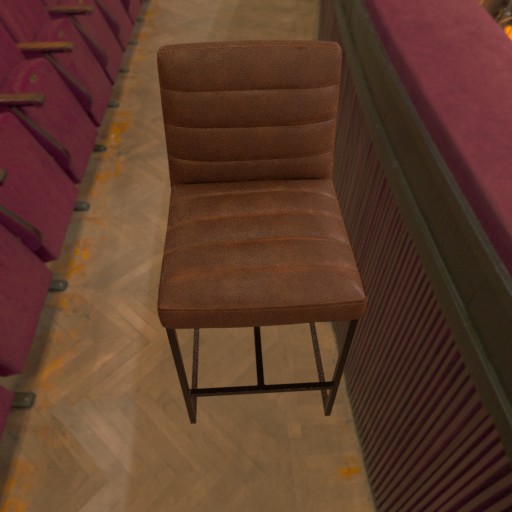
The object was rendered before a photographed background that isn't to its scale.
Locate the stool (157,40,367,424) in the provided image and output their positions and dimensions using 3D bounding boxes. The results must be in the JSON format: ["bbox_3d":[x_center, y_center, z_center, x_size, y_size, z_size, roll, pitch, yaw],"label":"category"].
[{"bbox_3d":[0.000,0.000,1.217,0.463,0.942,0.562,-2,47,-2],"label":"stool"}]
